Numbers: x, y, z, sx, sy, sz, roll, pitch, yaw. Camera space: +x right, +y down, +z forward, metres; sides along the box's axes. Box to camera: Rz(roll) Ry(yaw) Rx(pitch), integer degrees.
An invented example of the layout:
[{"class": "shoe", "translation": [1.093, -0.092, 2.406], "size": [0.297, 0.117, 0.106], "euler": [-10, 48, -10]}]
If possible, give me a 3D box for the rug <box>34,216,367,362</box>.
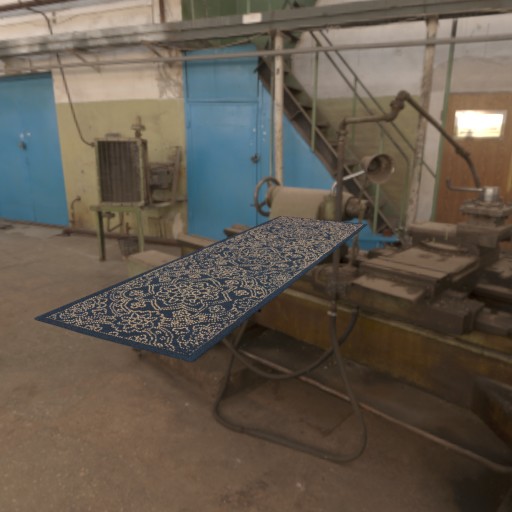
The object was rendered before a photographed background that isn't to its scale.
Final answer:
[{"class": "rug", "translation": [0.000, 0.000, 2.653], "size": [0.769, 0.012, 2.448], "euler": [8, 18, 26]}]
